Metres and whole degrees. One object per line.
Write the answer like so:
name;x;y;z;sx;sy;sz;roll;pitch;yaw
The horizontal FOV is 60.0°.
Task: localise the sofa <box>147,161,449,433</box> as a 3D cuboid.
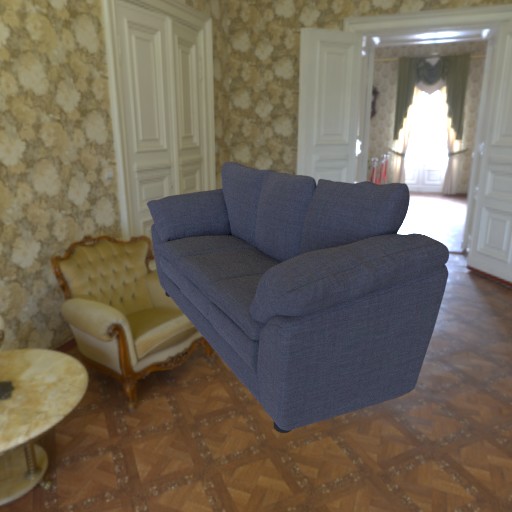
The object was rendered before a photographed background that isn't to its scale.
sofa;0.000;0.000;2.832;0.883;1.080;2.336;-7;17;-25
